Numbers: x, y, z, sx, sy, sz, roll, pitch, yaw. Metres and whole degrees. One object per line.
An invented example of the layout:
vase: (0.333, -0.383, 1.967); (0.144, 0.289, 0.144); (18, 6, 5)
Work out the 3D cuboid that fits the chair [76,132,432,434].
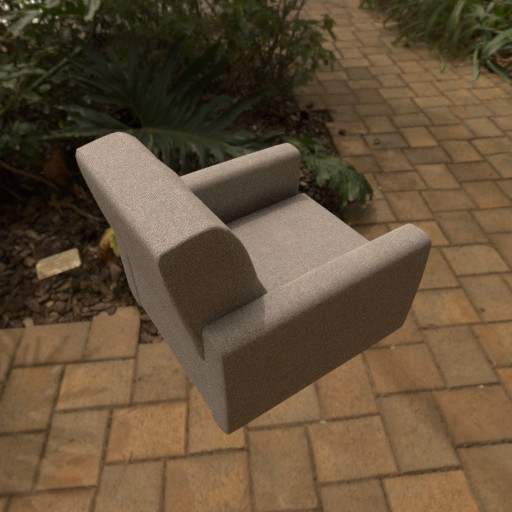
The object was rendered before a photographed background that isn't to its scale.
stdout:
chair: (0.000, 0.000, 1.660); (0.942, 0.968, 0.845); (-25, 48, -25)
